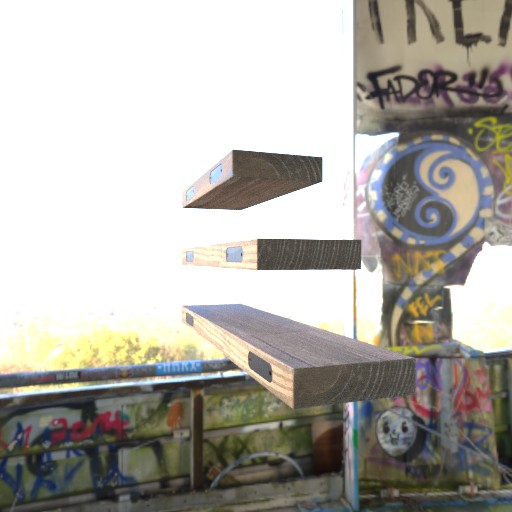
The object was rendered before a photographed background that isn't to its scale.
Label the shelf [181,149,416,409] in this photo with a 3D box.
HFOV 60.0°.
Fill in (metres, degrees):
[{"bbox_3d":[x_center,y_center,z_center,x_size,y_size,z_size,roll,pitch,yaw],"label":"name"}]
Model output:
[{"bbox_3d":[0.000,0.000,0.726,0.140,0.293,0.610,0,-1,-19],"label":"shelf"}]
